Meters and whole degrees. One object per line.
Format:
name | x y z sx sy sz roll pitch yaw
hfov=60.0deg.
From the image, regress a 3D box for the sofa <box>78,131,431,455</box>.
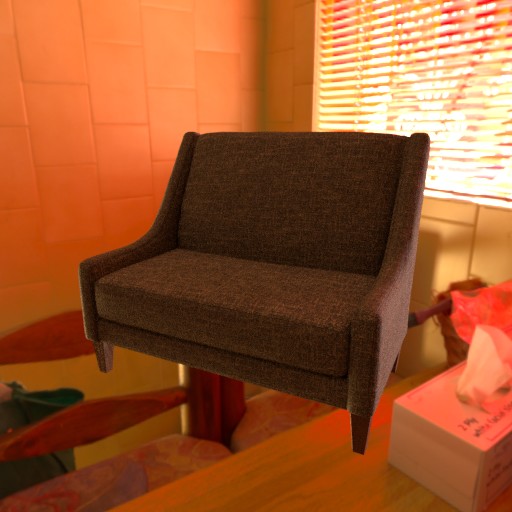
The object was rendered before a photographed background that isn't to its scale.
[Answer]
sofa | 0.000 0.000 1.889 1.242 1.021 0.870 8 18 26
